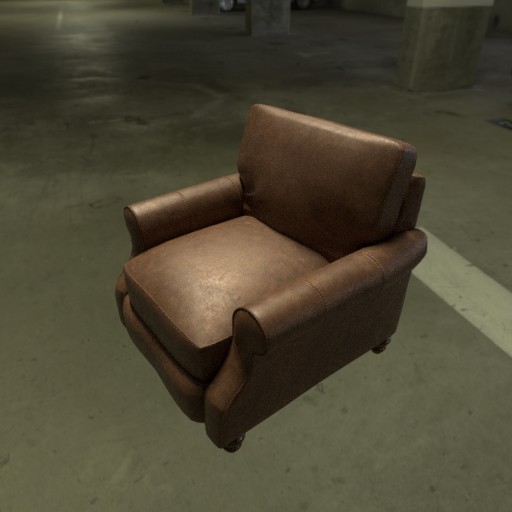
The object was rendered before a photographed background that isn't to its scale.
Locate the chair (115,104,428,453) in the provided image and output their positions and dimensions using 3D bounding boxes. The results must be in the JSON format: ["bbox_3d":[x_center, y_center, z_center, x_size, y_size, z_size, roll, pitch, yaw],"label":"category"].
[{"bbox_3d":[0.000,0.000,1.772,1.002,0.976,0.996,-22,39,-31],"label":"chair"}]
